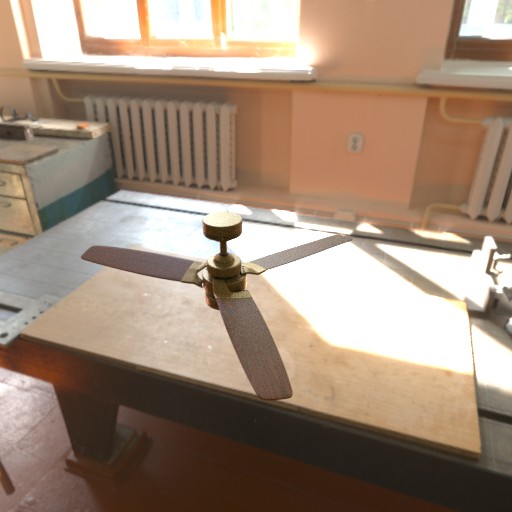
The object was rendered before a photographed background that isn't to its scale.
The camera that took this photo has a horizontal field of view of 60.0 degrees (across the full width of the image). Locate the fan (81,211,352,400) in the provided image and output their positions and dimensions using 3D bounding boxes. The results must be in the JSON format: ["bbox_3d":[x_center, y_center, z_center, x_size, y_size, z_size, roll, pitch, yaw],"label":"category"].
[{"bbox_3d":[0.000,0.000,2.069,1.271,0.425,1.416,-18,33,-31],"label":"fan"}]
